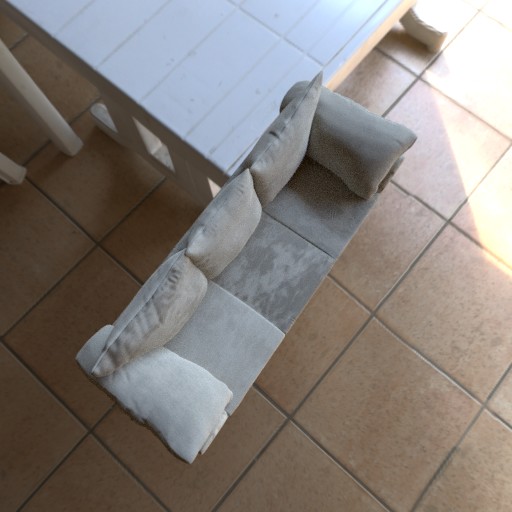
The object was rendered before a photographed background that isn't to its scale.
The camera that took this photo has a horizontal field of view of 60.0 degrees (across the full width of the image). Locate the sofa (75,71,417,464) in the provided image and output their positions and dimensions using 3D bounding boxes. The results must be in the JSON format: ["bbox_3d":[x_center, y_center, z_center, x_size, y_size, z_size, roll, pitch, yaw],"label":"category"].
[{"bbox_3d":[0.000,0.000,2.868,0.893,0.981,2.377,34,76,9],"label":"sofa"}]
